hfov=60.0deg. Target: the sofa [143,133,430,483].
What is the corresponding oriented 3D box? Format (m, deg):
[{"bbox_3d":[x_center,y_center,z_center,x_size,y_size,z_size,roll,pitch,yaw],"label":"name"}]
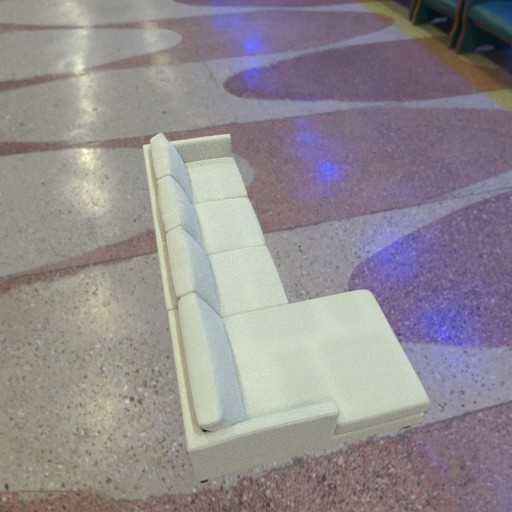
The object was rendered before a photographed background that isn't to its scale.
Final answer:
[{"bbox_3d":[0.000,0.000,3.851,1.625,0.861,3.186,-11,48,-10],"label":"sofa"}]
